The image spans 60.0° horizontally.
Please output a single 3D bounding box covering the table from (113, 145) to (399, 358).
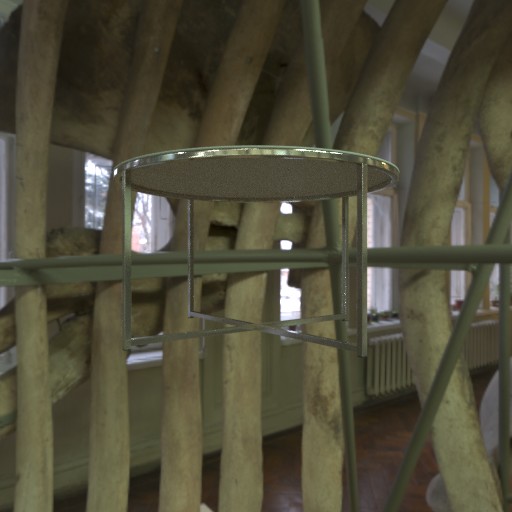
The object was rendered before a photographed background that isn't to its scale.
[{"bbox_3d":[0.000,0.000,1.300,0.800,0.450,0.800,0,0,0],"label":"table"}]
